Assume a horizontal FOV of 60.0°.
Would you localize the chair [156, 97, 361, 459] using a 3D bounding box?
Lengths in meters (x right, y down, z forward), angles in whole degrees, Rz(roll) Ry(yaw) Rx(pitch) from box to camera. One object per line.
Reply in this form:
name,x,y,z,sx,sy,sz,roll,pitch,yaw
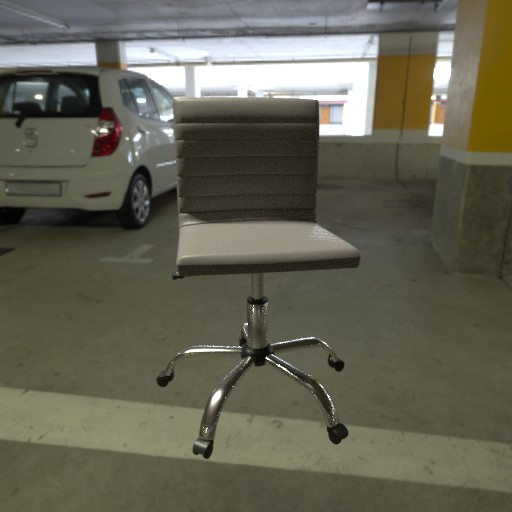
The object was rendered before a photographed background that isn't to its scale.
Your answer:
chair,0.000,0.000,1.136,0.556,0.780,0.530,-3,17,-8
